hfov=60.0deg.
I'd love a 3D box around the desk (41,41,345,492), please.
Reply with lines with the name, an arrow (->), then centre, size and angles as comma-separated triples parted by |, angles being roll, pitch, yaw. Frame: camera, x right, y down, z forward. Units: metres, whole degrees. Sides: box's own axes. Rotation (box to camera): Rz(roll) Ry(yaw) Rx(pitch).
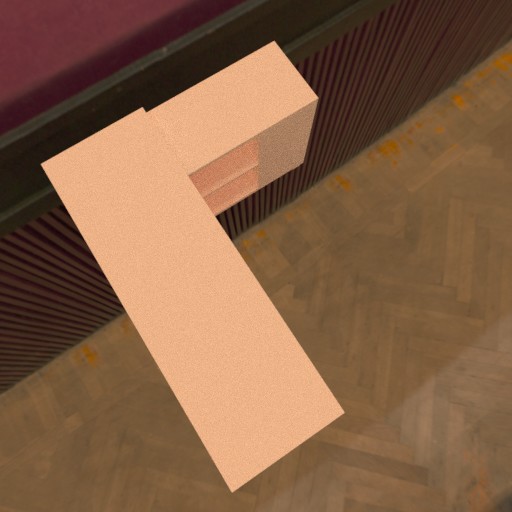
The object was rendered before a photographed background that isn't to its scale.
desk -> 0.000, 0.000, 2.186 | 1.199, 0.759, 1.524 | -32, 78, -7
